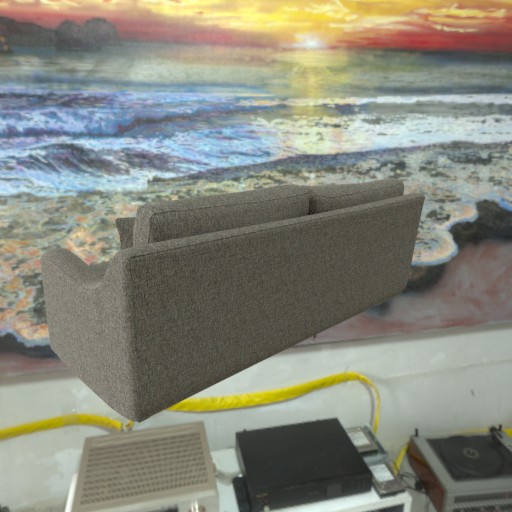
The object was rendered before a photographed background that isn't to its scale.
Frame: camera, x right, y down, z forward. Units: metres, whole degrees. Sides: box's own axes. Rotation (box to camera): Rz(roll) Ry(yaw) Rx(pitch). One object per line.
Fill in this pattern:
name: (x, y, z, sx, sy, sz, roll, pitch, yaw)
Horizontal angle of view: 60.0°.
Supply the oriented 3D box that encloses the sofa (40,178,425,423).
sofa: (0.000, 0.000, 2.906, 2.418, 0.998, 1.103, -15, 21, -42)
